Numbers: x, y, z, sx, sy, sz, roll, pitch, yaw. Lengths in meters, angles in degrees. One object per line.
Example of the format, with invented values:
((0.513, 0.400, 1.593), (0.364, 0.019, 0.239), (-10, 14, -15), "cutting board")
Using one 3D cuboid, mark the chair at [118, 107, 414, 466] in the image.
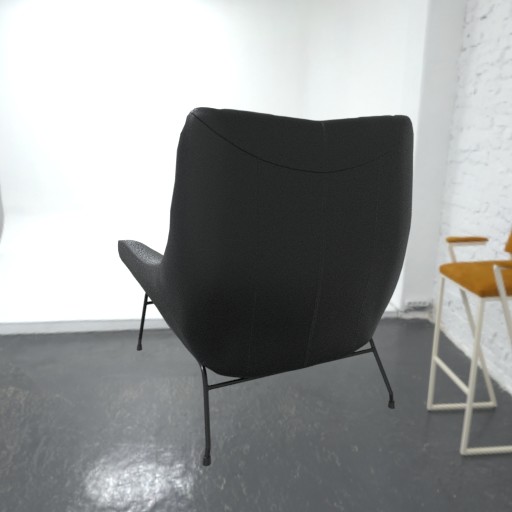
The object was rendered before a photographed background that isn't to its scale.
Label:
((0.000, 0.000, 1.552), (0.836, 0.922, 0.826), (-6, 15, -24), "chair")
